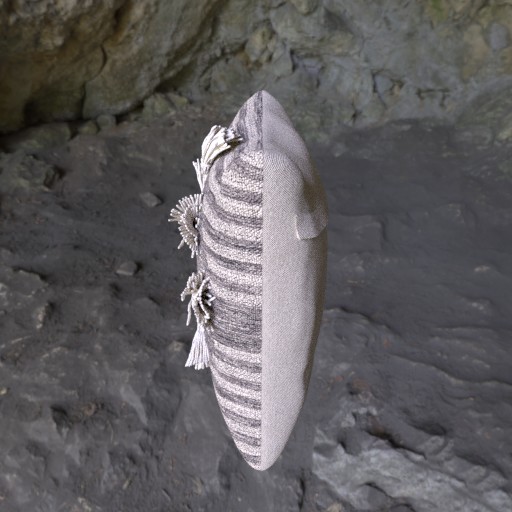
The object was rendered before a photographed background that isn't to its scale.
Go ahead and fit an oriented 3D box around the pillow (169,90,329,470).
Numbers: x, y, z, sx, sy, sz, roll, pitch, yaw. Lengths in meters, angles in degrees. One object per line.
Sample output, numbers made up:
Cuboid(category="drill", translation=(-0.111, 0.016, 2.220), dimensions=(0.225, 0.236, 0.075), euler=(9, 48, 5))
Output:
Cuboid(category="pillow", translation=(0.000, 0.000, 0.772), dimensions=(0.234, 0.490, 0.484), euler=(0, 27, 1))
